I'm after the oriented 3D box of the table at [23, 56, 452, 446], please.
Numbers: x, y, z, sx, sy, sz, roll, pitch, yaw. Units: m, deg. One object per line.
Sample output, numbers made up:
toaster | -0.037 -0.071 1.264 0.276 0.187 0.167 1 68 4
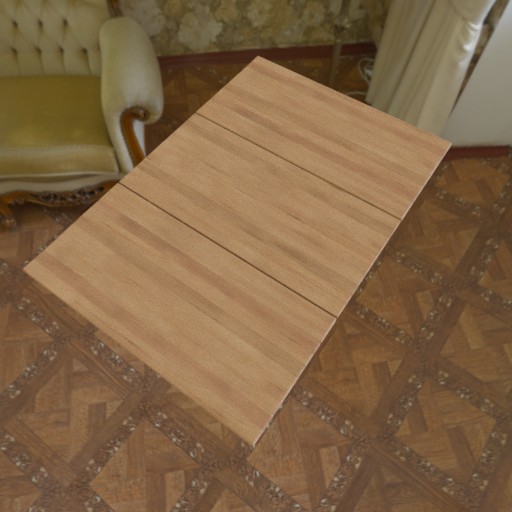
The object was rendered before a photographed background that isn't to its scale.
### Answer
table | 0.000 0.000 1.873 0.900 0.770 1.300 31 65 17
